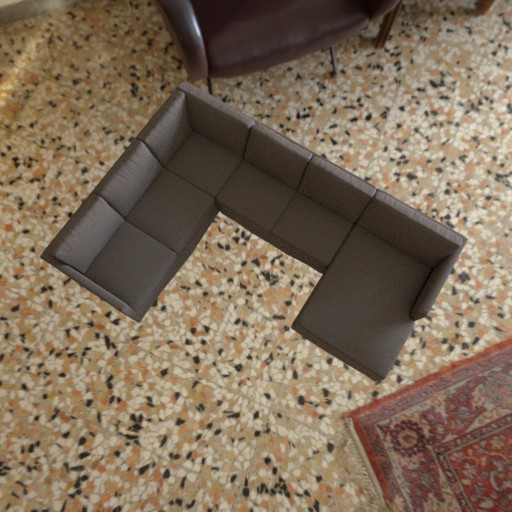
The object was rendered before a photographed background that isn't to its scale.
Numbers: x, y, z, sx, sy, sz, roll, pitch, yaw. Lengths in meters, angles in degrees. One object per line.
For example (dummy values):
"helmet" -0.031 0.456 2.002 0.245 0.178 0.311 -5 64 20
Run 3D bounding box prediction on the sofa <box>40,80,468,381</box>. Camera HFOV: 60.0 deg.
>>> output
"sofa" 0.000 0.000 4.553 3.460 0.882 2.427 32 76 9
